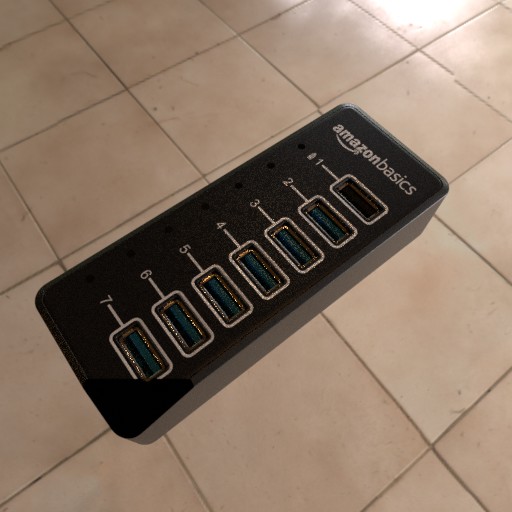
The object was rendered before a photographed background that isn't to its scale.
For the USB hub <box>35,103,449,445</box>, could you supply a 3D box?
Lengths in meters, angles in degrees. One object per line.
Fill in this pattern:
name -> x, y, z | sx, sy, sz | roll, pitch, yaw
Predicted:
USB hub -> 0.000, 0.000, 0.127 | 0.110, 0.023, 0.044 | -35, 68, -17
